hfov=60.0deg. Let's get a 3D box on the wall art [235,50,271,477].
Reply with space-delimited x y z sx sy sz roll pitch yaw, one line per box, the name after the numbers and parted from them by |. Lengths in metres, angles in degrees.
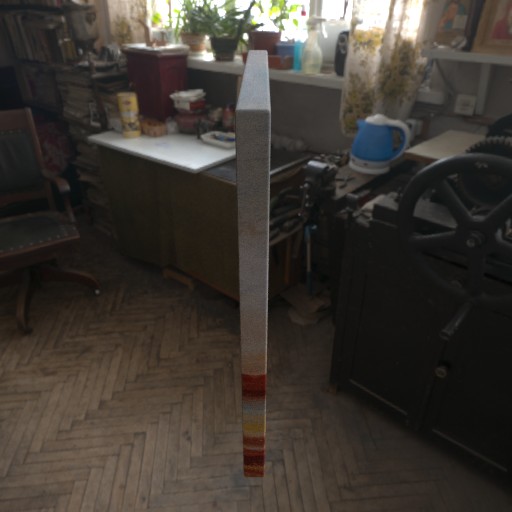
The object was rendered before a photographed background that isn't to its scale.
0.000 0.000 0.775 0.035 0.605 0.443 0 32 1 | wall art
